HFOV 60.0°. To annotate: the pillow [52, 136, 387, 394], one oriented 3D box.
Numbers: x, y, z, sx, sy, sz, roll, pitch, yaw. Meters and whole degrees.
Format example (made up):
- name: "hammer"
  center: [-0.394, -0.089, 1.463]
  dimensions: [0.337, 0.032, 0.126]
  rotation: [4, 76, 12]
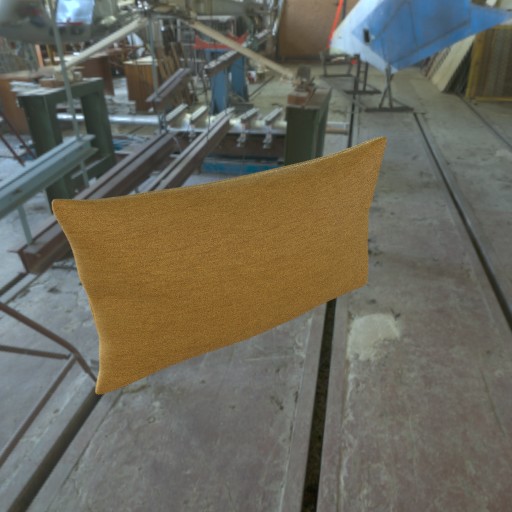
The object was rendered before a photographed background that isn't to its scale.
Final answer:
- name: "pillow"
  center: [0.000, 0.000, 0.807]
  dimensions: [0.634, 0.354, 0.210]
  rotation: [-18, 34, -29]
